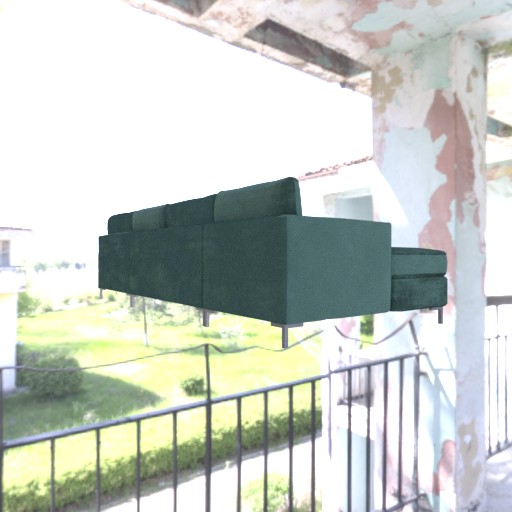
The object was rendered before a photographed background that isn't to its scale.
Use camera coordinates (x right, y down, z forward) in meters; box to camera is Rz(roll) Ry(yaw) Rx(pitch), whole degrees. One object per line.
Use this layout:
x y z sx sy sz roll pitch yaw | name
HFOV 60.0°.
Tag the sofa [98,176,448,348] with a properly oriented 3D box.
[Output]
0.000 0.000 4.341 2.055 0.992 3.434 0 0 -36 | sofa
